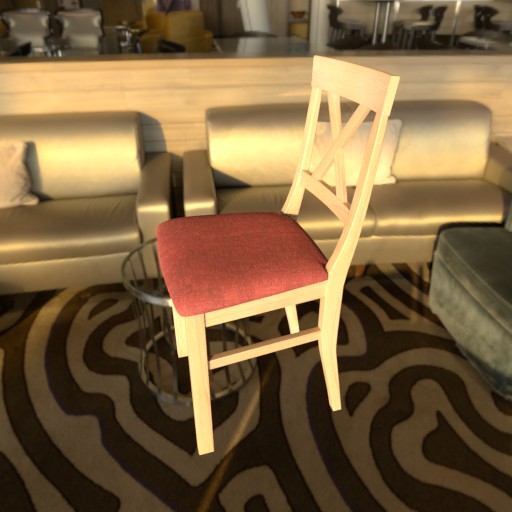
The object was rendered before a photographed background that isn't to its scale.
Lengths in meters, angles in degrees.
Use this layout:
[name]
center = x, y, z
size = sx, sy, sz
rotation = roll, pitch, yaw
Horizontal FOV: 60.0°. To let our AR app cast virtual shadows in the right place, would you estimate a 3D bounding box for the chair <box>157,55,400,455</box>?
[chair]
center = 0.000, 0.000, 1.158
size = 0.492, 0.912, 0.439
rotation = -9, 31, -14
